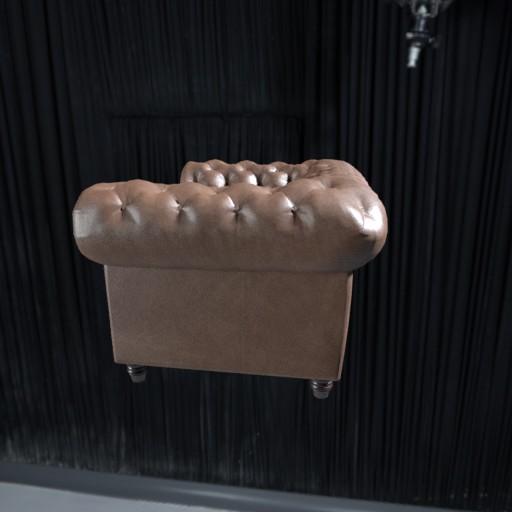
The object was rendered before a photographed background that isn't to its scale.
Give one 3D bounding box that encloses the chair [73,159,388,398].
[{"bbox_3d":[0.000,0.000,1.932,0.954,0.784,1.298,2,16,8],"label":"chair"}]
